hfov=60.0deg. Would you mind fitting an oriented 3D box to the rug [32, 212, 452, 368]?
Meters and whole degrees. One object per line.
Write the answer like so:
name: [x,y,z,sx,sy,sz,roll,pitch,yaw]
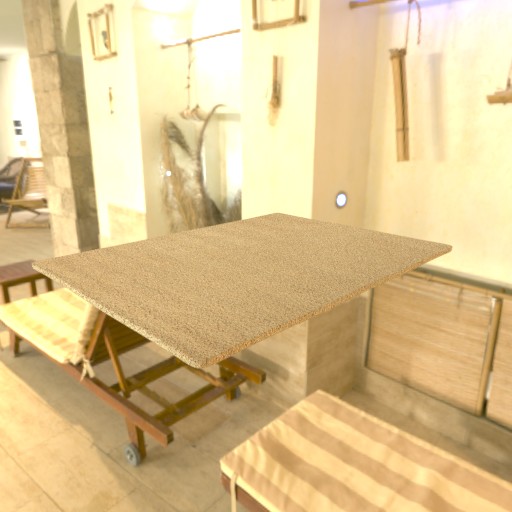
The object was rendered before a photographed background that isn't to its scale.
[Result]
rug: [0.000,0.000,2.077,1.600,0.025,1.199,-16,23,-42]
